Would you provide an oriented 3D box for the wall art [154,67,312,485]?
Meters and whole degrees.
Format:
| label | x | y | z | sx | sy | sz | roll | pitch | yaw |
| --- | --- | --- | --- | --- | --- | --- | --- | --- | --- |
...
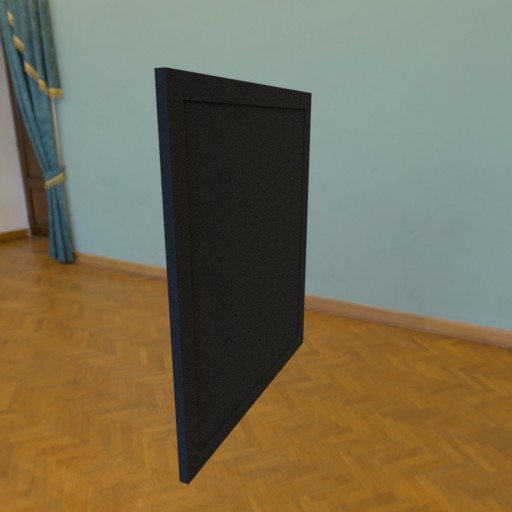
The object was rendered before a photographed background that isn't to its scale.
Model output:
| label | x | y | z | sx | sy | sz | roll | pitch | yaw |
| --- | --- | --- | --- | --- | --- | --- | --- | --- | --- |
| wall art | 0.000 | 0.000 | 0.498 | 0.010 | 0.361 | 0.311 | 8 | 18 | 25 |
